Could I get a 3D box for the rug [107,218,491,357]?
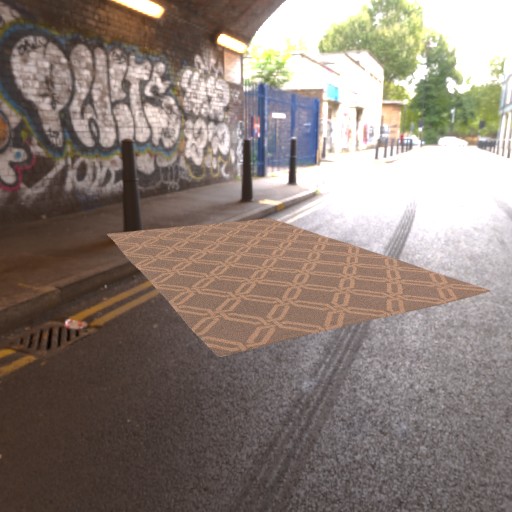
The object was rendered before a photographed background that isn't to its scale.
[{"bbox_3d":[0.000,0.000,2.198,1.148,0.010,1.754,-8,17,-26],"label":"rug"}]
